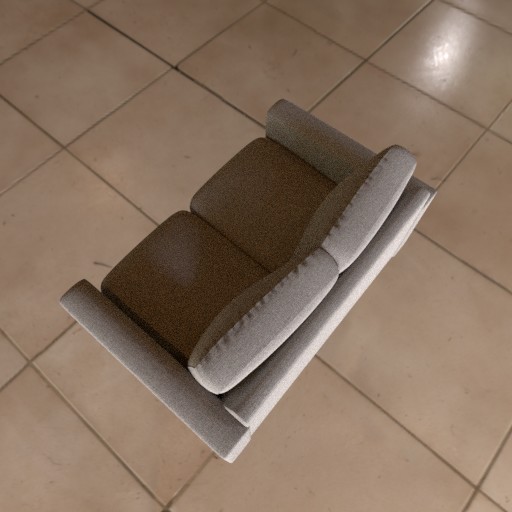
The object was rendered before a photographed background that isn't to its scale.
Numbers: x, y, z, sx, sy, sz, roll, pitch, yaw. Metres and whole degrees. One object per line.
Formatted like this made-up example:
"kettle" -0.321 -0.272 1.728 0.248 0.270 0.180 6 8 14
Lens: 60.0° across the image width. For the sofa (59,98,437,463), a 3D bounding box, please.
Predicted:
"sofa" 0.000 0.000 1.983 0.917 0.873 1.420 37 69 17
